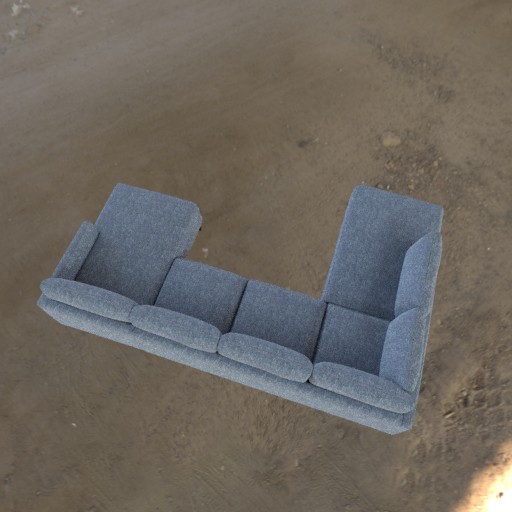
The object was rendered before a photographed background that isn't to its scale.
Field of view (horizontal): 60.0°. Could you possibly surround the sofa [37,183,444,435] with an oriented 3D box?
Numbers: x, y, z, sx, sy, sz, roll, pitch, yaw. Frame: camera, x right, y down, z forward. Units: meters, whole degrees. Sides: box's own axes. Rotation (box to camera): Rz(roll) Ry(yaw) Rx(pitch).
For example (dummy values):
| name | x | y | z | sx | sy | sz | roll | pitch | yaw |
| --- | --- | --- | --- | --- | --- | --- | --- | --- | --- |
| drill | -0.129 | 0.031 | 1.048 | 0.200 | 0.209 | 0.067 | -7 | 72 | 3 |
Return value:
| name | x | y | z | sx | sy | sz | roll | pitch | yaw |
| --- | --- | --- | --- | --- | --- | --- | --- | --- | --- |
| sofa | 0.000 | 0.000 | 3.515 | 2.737 | 0.756 | 1.879 | 16 | 65 | 8 |
